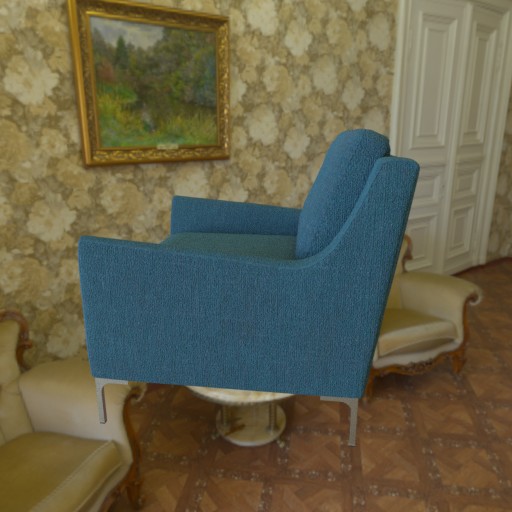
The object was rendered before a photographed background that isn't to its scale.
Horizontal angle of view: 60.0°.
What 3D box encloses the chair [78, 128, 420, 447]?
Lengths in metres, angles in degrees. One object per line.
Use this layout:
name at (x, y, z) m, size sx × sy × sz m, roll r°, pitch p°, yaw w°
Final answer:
chair at (0.000, 0.000, 1.507) m, size 0.849 × 0.828 × 0.847 m, roll 2°, pitch 16°, yaw 8°
